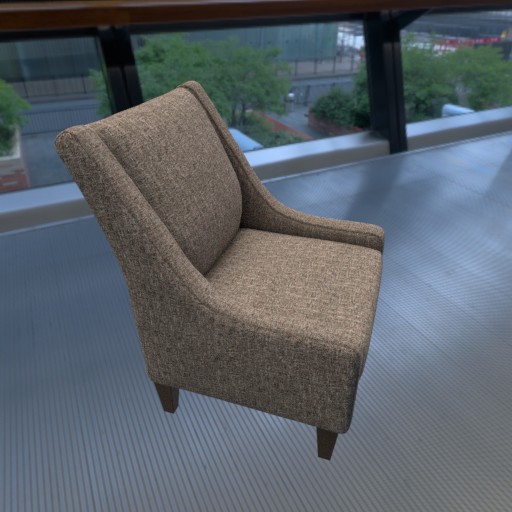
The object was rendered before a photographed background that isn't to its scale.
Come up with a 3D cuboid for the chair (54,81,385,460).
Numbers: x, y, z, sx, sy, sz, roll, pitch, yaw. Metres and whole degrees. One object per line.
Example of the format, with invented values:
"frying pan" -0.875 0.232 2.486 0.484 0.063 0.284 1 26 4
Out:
"chair" 0.000 0.000 1.570 0.870 1.014 0.774 10 33 16
